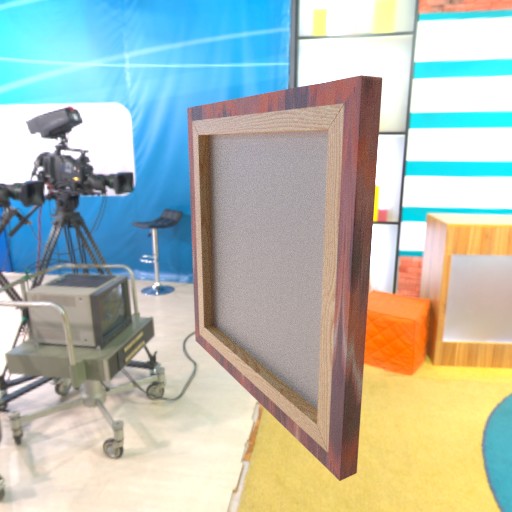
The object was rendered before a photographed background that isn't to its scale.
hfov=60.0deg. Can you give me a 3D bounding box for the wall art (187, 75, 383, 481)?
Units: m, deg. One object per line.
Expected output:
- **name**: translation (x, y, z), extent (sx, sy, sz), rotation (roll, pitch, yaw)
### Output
- **wall art**: translation (0.000, 0.000, 0.897), extent (0.037, 0.609, 0.603), rotation (-8, 16, -29)
